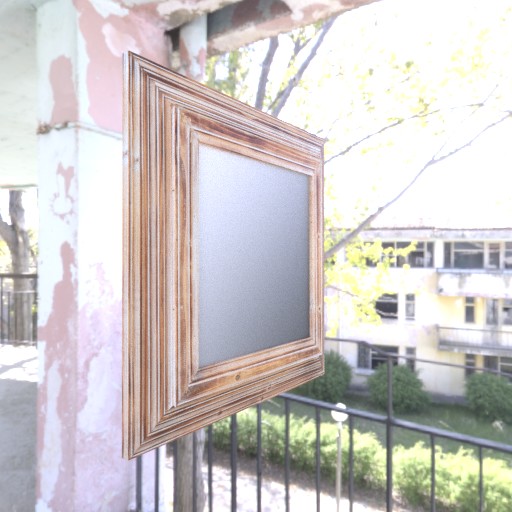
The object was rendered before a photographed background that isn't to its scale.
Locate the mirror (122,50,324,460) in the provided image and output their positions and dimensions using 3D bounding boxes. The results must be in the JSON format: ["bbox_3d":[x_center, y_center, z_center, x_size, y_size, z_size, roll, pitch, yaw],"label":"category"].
[{"bbox_3d":[0.000,0.000,1.184,0.061,0.804,0.804,0,0,37],"label":"mirror"}]
